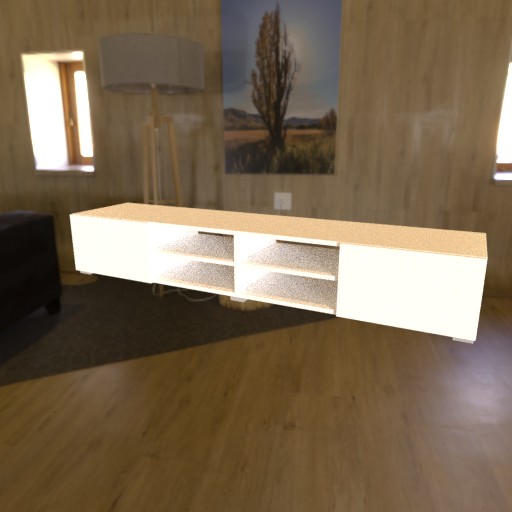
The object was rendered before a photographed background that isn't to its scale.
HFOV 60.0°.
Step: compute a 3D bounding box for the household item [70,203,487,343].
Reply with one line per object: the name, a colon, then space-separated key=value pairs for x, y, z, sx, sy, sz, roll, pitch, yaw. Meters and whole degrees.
household item: x=0.000 y=0.000 z=2.030 sx=1.850 sy=0.310 sz=0.420 roll=7 pitch=17 yaw=25
